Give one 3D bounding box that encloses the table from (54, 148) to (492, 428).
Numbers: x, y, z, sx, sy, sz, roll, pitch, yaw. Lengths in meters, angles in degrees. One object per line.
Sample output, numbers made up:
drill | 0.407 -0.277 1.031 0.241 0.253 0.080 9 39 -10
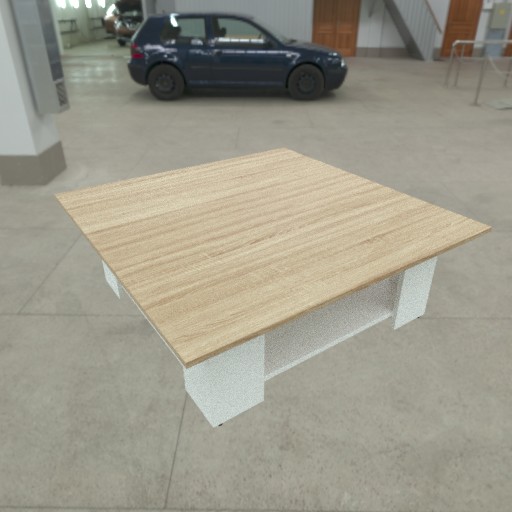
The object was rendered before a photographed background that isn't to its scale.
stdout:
table | 0.000 0.000 1.335 0.890 0.305 0.890 -19 35 -29
